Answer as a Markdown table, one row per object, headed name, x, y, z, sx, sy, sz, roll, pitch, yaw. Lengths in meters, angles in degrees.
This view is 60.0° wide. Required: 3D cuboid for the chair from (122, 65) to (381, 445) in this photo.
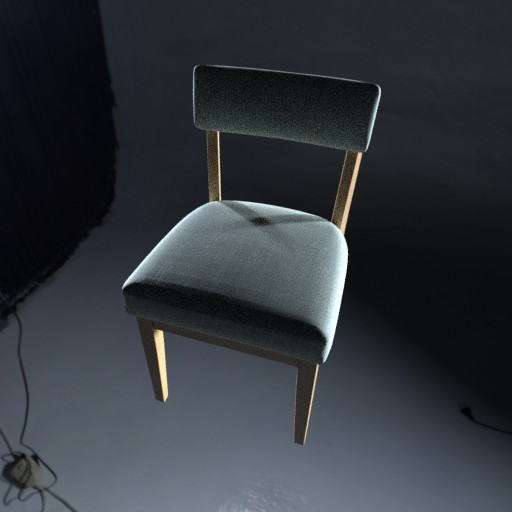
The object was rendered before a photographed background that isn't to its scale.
| name | x | y | z | sx | sy | sz | roll | pitch | yaw |
| --- | --- | --- | --- | --- | --- | --- | --- | --- | --- |
| chair | 0.000 | 0.000 | 1.214 | 0.508 | 0.832 | 0.572 | 12 | 42 | 14 |
